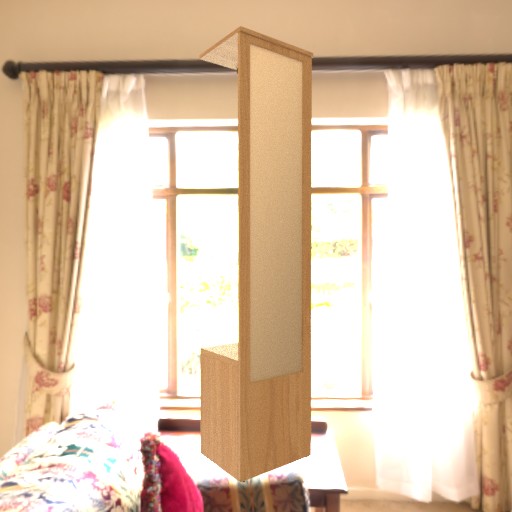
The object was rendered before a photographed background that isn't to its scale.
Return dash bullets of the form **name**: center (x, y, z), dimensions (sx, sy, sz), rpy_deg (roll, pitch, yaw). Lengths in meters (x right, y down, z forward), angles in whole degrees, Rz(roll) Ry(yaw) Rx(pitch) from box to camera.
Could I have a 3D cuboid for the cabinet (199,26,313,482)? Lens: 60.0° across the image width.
- **cabinet**: center (0.000, 0.000, 2.072), dimensions (0.411, 1.879, 0.338), rpy_deg (0, 1, -37)
